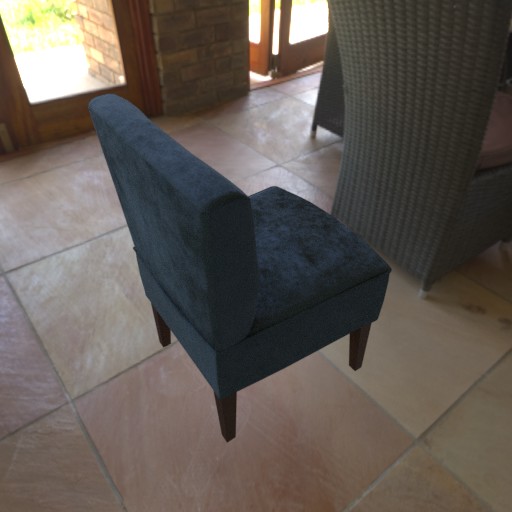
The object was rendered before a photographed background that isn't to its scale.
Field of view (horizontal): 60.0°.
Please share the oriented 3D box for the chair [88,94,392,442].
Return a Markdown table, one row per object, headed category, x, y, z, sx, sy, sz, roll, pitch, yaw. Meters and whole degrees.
| category | x | y | z | sx | sy | sz | roll | pitch | yaw |
| --- | --- | --- | --- | --- | --- | --- | --- | --- | --- |
| chair | 0.000 | 0.000 | 1.160 | 0.551 | 0.806 | 0.521 | -24 | 46 | -26 |
